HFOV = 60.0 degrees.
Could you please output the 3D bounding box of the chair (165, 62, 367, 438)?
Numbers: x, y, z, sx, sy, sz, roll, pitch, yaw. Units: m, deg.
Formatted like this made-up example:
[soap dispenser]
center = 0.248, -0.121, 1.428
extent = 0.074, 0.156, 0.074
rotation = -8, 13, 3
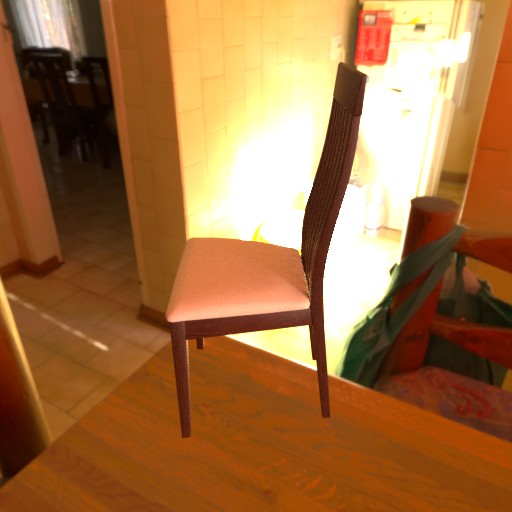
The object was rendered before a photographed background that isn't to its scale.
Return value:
[chair]
center = 0.000, 0.000, 1.306
extent = 0.474, 1.027, 0.460
rotation = 0, 28, 0
